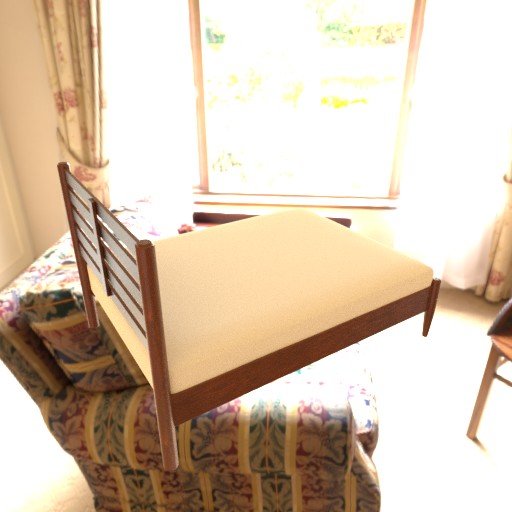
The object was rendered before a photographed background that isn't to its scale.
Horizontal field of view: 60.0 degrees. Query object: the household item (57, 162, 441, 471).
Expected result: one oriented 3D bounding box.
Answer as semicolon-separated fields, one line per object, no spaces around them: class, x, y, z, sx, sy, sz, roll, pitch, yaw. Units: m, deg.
household item;0.000;0.000;3.282;2.232;1.356;1.663;-16;30;-29
